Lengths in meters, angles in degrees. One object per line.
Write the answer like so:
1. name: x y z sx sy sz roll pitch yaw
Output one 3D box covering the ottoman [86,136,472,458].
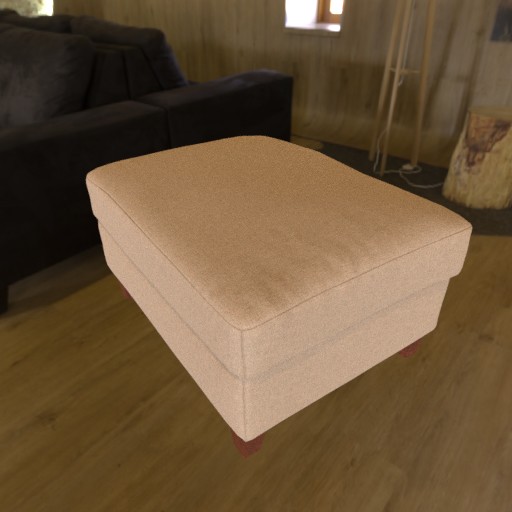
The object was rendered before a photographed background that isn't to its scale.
1. ottoman: 0.000 0.000 1.307 0.692 0.511 0.902 -20 37 -29
